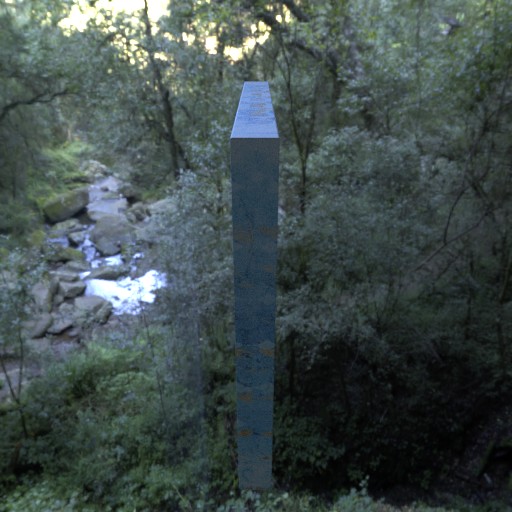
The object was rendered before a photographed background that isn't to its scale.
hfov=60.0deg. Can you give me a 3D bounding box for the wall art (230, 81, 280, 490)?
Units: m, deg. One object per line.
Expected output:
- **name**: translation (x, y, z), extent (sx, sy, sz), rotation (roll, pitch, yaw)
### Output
- **wall art**: translation (0.000, 0.000, 0.604), extent (0.037, 0.405, 0.405), rotation (0, 27, 0)
